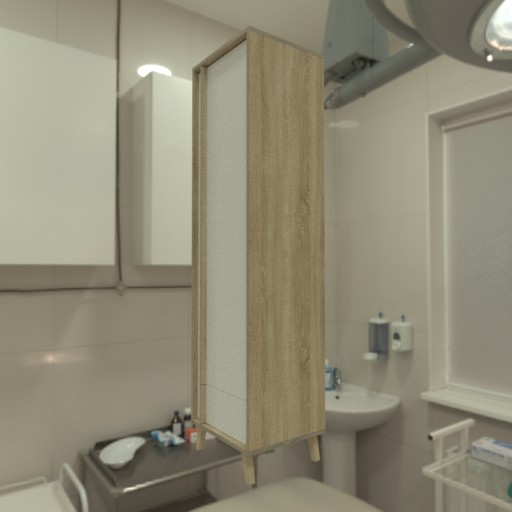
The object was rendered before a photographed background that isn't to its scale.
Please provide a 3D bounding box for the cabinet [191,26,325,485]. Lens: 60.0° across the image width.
[{"bbox_3d":[0.000,0.000,2.214,0.450,1.960,0.510,1,-2,-36],"label":"cabinet"}]
